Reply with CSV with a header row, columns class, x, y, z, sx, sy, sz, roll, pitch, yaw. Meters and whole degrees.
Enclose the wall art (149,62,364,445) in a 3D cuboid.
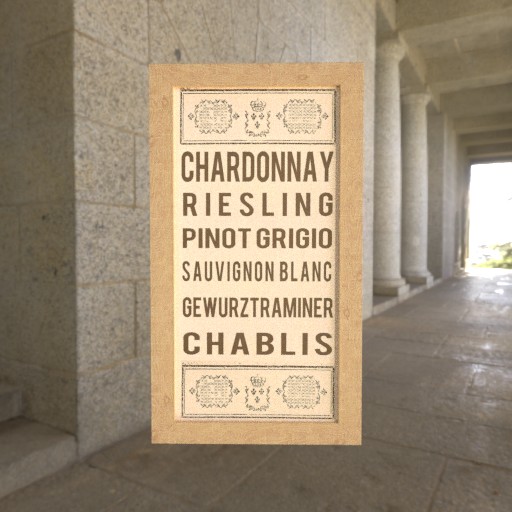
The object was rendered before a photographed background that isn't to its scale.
class,x,y,z,sx,sy,sz,roll,pitch,yaw
wall art,0.000,0.000,0.801,0.381,0.683,0.013,0,2,1
